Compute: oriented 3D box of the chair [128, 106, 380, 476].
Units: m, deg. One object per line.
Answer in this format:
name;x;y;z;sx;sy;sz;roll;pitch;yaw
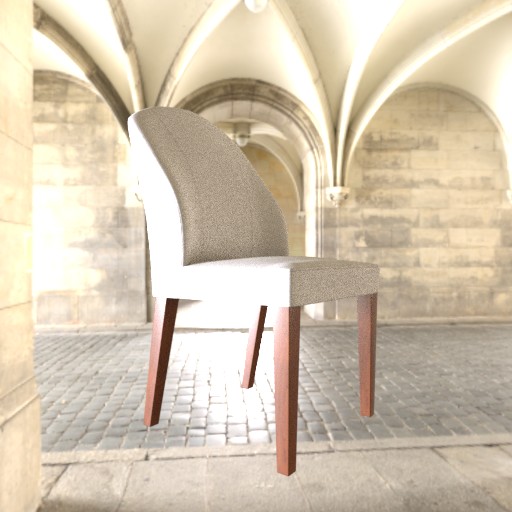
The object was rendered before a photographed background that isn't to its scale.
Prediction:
chair;0.000;0.000;1.210;0.540;0.893;0.472;0;0;37
